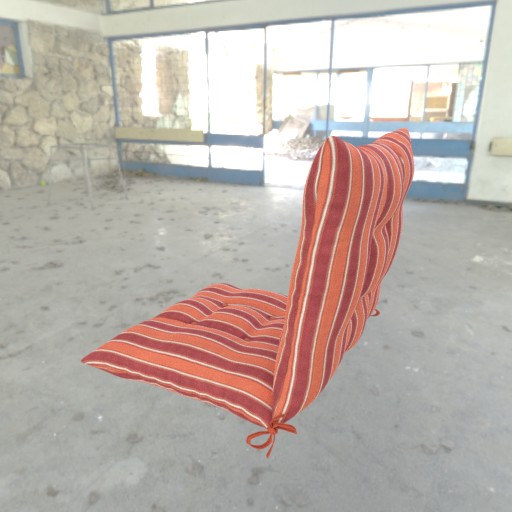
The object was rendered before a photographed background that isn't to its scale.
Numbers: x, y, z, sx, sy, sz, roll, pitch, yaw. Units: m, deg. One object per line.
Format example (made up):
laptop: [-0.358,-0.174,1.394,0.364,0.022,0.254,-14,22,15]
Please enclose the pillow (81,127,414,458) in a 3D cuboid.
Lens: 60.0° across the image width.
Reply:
pillow: [0.000,0.000,0.962,0.585,0.536,0.541,10,20,27]
